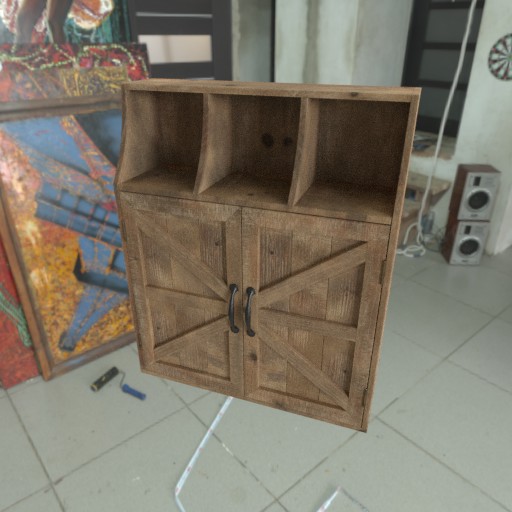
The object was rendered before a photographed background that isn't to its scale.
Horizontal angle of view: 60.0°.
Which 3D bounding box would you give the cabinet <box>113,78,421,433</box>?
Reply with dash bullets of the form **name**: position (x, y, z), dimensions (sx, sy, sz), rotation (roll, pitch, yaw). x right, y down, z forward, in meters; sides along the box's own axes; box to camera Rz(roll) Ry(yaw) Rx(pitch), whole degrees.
- **cabinet**: position (0.000, 0.000, 0.828), dimensions (0.489, 0.590, 0.184), rotation (9, 28, 18)
